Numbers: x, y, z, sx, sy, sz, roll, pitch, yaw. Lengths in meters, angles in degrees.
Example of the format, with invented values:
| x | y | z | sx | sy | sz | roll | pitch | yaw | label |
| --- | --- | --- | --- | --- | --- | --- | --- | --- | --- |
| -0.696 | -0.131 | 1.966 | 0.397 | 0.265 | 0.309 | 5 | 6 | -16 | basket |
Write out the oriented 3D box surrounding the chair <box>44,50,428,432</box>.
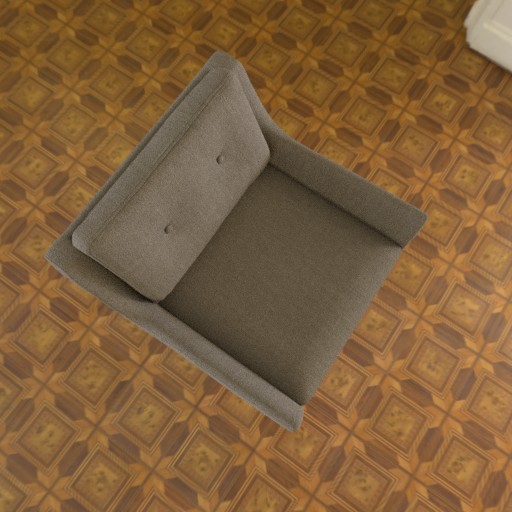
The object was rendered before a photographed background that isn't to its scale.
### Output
| x | y | z | sx | sy | sz | roll | pitch | yaw | label |
| --- | --- | --- | --- | --- | --- | --- | --- | --- | --- |
| 0.000 | 0.000 | 1.545 | 0.849 | 0.828 | 0.847 | 33 | 77 | 9 | chair |
